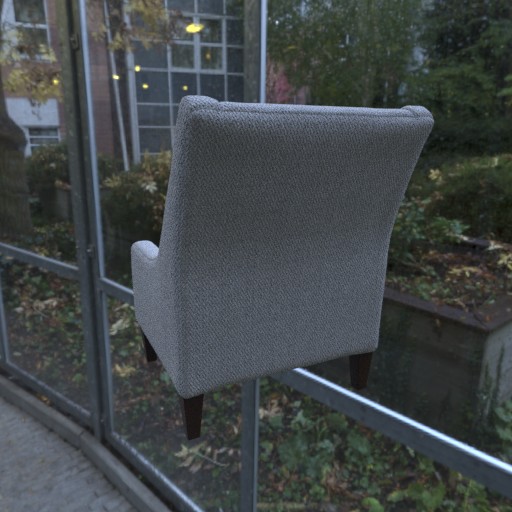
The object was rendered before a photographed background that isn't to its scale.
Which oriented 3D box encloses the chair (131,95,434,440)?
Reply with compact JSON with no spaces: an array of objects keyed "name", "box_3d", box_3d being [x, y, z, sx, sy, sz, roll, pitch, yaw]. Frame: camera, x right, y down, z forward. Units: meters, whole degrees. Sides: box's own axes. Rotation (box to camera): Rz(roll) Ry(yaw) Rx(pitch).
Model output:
[{"name":"chair","box_3d":[0.000,0.000,1.621,0.774,1.014,0.870,-7,16,-25]}]
